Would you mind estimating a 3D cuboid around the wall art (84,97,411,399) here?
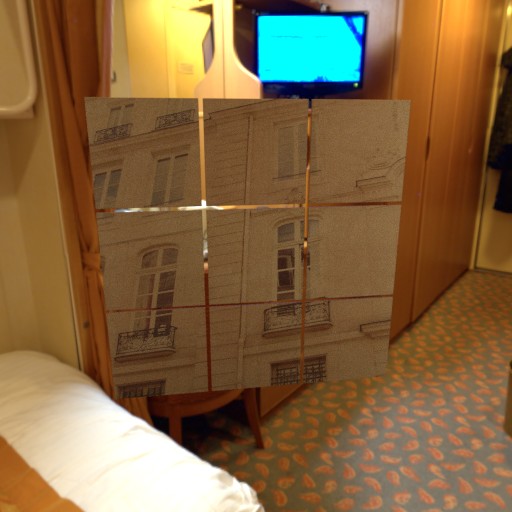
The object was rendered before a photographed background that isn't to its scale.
[{"bbox_3d":[0.000,0.000,2.275,1.526,1.522,0.023,-2,16,-8],"label":"wall art"}]
